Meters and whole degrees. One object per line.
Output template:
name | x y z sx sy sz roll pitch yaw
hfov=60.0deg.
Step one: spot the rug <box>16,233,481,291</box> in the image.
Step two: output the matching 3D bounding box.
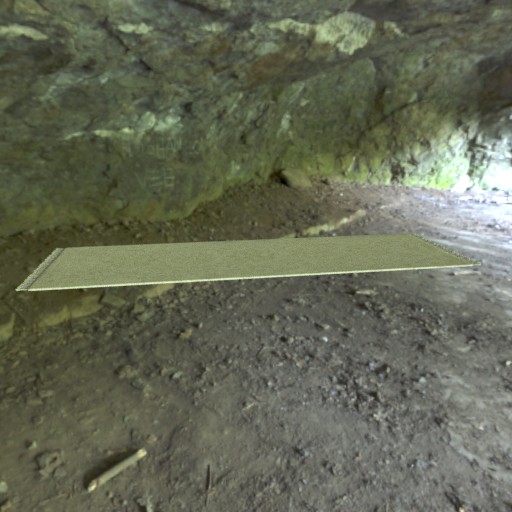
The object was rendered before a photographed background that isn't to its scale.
rug | 0.000 0.000 2.771 2.544 0.015 0.795 -3 17 -9
